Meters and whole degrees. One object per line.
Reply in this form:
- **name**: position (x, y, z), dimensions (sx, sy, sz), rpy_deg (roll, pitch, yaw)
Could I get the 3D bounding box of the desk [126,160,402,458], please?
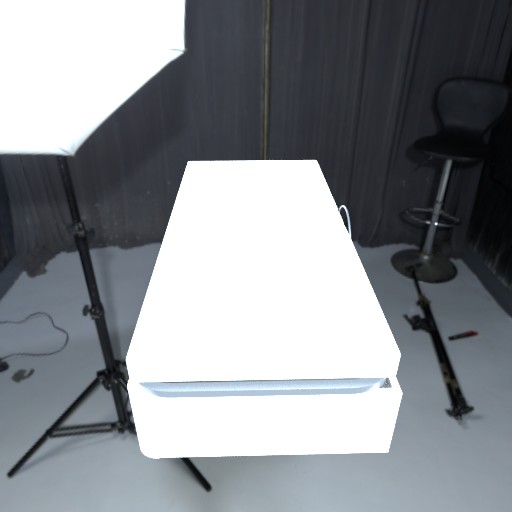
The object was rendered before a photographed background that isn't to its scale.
- **desk**: position (0.000, 0.000, 2.263), dimensions (0.900, 0.526, 1.900), rpy_deg (-1, 31, -1)
